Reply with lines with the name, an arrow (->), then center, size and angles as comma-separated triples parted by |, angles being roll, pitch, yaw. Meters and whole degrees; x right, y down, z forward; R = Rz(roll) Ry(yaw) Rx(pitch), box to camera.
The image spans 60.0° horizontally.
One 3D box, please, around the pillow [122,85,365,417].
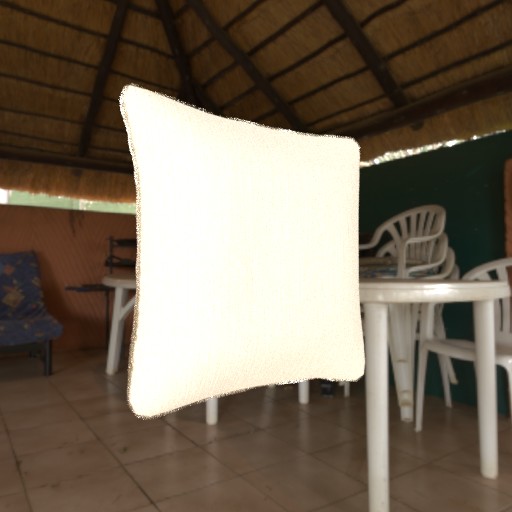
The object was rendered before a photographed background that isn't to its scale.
pillow -> 0.000, 0.000, 0.839 | 0.538, 0.525, 0.216 | 1, -2, -35
